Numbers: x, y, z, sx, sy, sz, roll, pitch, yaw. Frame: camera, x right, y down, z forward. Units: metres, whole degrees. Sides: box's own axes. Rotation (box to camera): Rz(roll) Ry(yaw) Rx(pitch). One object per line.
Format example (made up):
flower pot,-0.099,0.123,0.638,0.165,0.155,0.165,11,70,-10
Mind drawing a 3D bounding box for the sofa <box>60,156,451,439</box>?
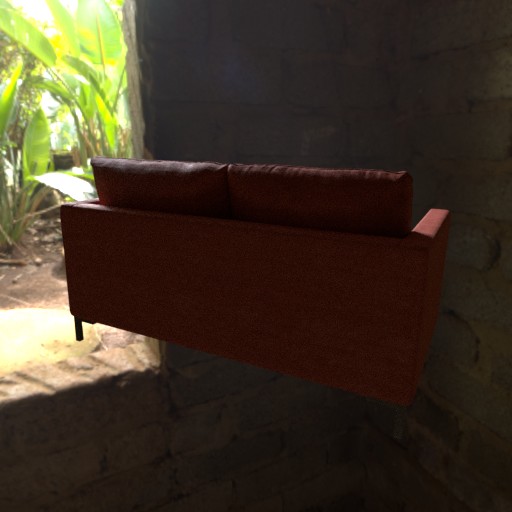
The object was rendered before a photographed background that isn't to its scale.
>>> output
sofa,0.000,0.000,2.052,1.574,0.896,0.864,8,17,26
